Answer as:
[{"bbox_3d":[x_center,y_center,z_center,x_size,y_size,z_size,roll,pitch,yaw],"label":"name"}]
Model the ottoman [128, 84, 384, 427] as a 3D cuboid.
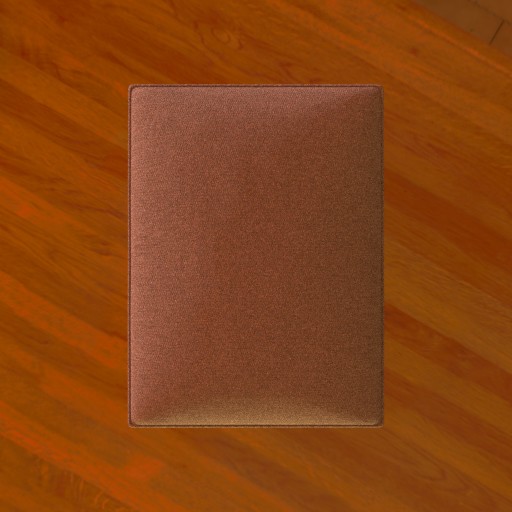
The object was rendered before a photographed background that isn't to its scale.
[{"bbox_3d":[0.000,0.000,1.145,0.583,0.464,0.785,0,90,0],"label":"ottoman"}]
